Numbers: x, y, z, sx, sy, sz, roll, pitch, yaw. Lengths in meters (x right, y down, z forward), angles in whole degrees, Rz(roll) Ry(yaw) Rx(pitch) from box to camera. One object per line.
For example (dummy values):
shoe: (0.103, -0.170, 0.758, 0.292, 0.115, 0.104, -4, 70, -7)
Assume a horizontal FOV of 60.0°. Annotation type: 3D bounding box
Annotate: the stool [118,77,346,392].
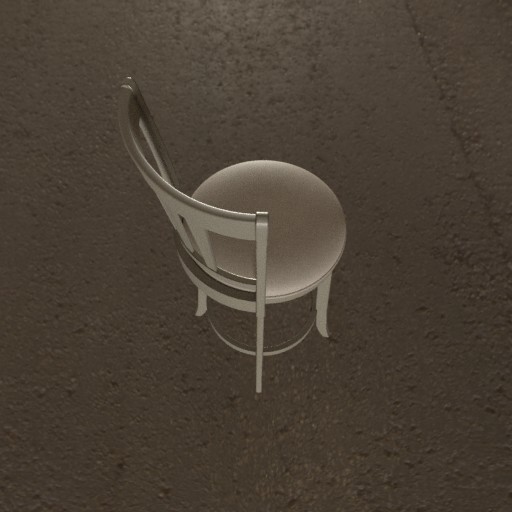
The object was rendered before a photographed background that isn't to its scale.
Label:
stool: (0.000, 0.000, 1.239, 0.475, 1.042, 0.436, -34, 64, -19)
